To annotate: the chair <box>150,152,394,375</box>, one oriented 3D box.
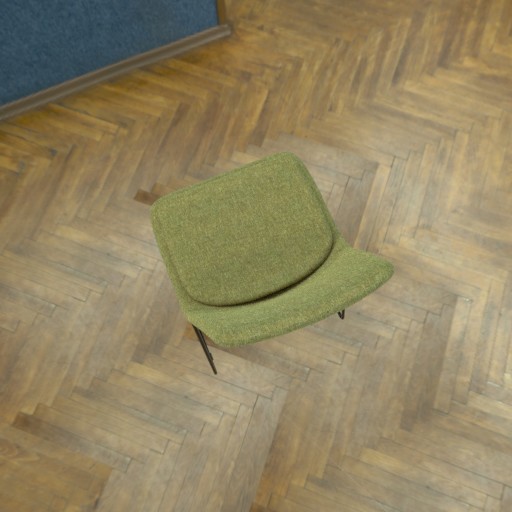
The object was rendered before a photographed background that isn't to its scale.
[{"bbox_3d":[0.000,0.000,1.146,0.479,0.849,0.496,-22,75,-6],"label":"chair"}]
